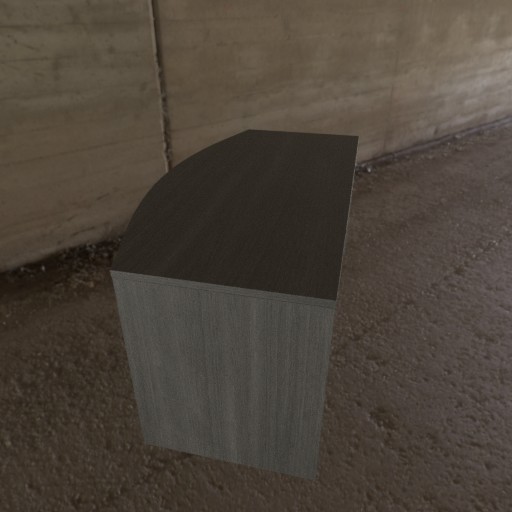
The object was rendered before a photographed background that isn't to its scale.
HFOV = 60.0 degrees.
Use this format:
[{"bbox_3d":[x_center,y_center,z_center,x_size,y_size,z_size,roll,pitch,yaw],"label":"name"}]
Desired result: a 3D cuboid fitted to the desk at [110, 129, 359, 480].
[{"bbox_3d":[0.000,0.000,2.066,0.802,0.750,1.600,7,31,12],"label":"desk"}]
